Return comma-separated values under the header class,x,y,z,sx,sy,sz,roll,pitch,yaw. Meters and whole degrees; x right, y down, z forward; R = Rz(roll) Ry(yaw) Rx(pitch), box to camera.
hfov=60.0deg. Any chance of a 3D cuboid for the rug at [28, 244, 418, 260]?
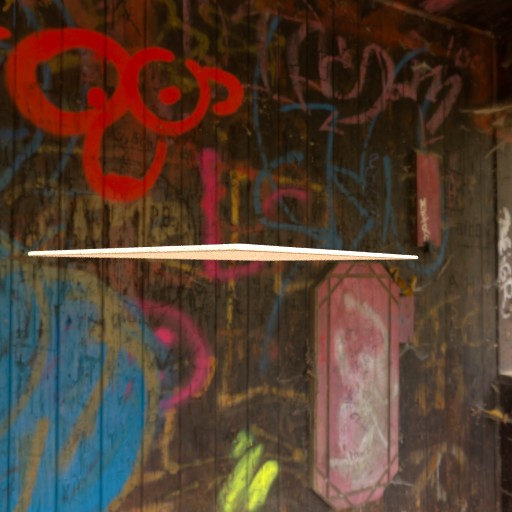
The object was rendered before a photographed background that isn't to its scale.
class,x,y,z,sx,sy,sz,roll,pitch,yaw
rug,0.000,0.000,3.538,1.778,0.030,2.743,-1,-2,35
